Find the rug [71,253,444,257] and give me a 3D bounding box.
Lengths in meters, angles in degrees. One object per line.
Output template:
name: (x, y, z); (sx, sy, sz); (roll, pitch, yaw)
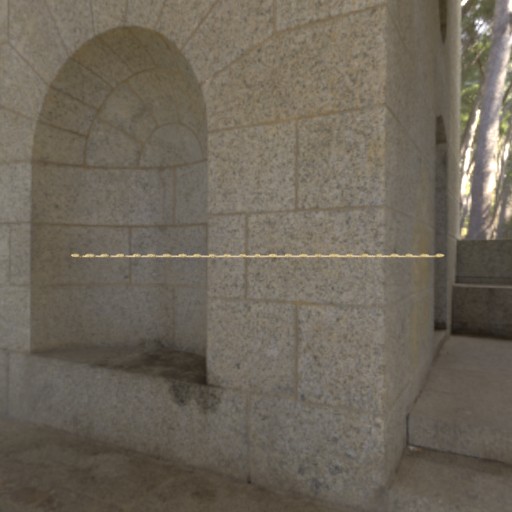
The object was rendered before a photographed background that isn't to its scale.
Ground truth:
rug: (0.000, 0.000, 2.304); (1.162, 0.013, 1.875); (0, 0, 0)
